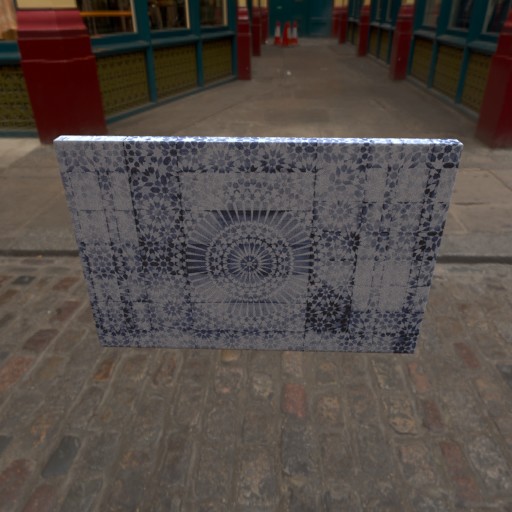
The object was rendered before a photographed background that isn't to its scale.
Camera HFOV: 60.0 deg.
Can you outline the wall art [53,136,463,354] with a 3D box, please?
[{"bbox_3d":[0.000,0.000,0.769,0.608,0.406,0.030,1,30,2],"label":"wall art"}]
